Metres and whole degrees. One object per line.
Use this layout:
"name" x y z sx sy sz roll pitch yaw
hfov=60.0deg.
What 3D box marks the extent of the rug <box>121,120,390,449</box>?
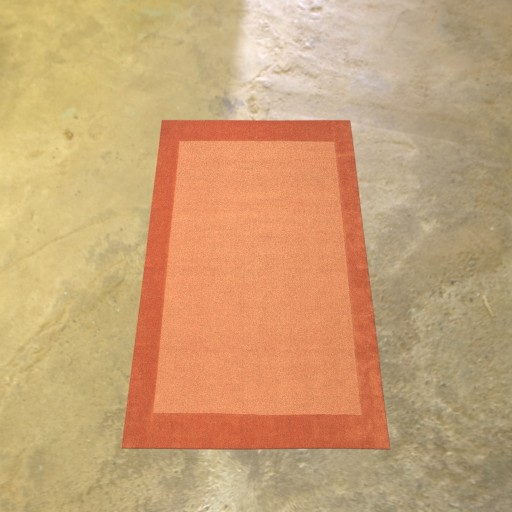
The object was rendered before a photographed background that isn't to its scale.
"rug" 0.000 0.000 3.045 1.524 0.014 2.438 0 64 0
